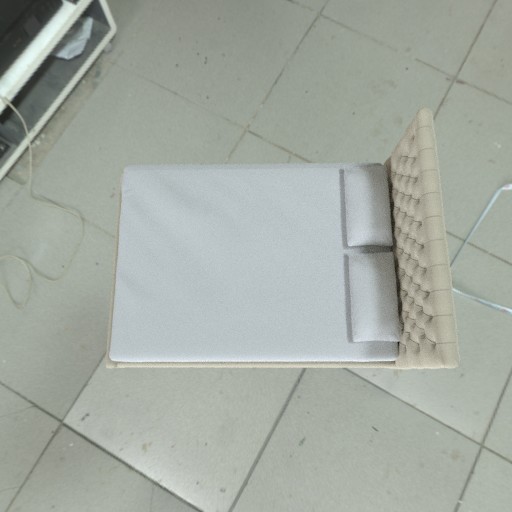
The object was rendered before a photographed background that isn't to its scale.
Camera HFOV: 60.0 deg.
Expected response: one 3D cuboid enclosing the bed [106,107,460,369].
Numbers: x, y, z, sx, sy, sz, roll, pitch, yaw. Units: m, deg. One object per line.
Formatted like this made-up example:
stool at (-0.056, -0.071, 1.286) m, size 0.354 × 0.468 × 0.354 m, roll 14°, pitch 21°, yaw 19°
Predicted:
bed at (0.000, 0.000, 3.421) m, size 2.387 × 1.427 × 1.698 m, roll 0°, pitch 76°, yaw 0°
